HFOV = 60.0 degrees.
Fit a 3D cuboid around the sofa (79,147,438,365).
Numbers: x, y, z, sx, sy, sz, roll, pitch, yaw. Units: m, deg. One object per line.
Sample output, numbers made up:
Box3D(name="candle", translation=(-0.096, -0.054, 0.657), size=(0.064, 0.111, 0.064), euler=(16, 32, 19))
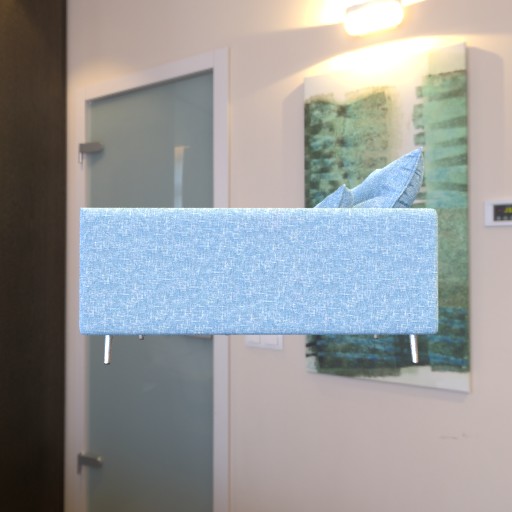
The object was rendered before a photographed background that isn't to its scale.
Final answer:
Box3D(name="sofa", translation=(0.000, 0.000, 2.748), size=(1.420, 0.899, 2.034), euler=(0, -1, -1))
